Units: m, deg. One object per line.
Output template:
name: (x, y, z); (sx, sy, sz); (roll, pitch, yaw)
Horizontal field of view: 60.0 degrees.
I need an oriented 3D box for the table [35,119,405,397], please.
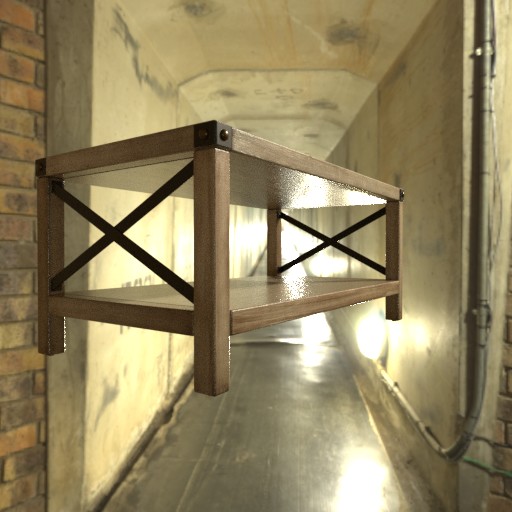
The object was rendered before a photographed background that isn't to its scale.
table: (0.000, 0.000, 1.279); (0.559, 0.456, 1.016); (0, 1, 35)
